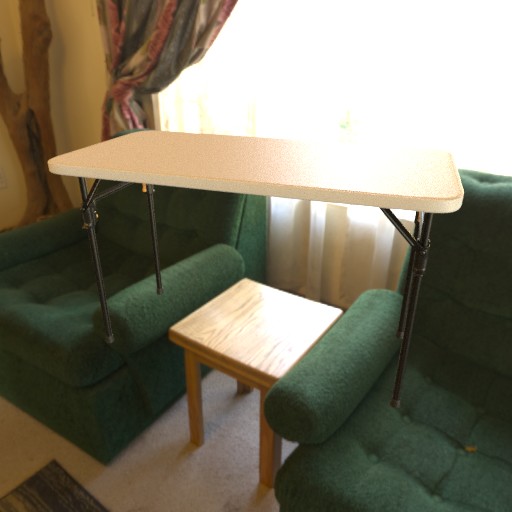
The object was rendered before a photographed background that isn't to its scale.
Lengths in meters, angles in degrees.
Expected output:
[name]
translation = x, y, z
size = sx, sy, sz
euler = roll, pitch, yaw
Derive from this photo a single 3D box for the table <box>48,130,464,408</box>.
[table]
translation = 0.000, 0.000, 1.601
size = 1.219, 0.729, 0.610
euler = 8, 27, 17
